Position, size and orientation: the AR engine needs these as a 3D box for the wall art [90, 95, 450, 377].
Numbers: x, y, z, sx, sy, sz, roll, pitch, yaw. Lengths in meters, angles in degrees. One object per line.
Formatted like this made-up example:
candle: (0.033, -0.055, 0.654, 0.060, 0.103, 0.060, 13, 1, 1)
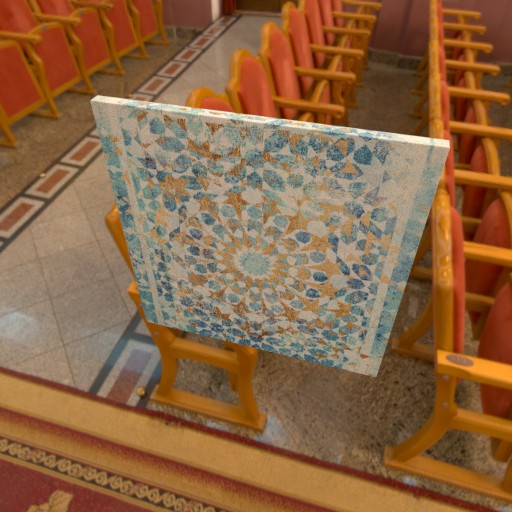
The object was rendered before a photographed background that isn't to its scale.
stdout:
wall art: (0.000, 0.000, 1.407, 0.916, 0.916, 0.040, 11, 43, 12)
